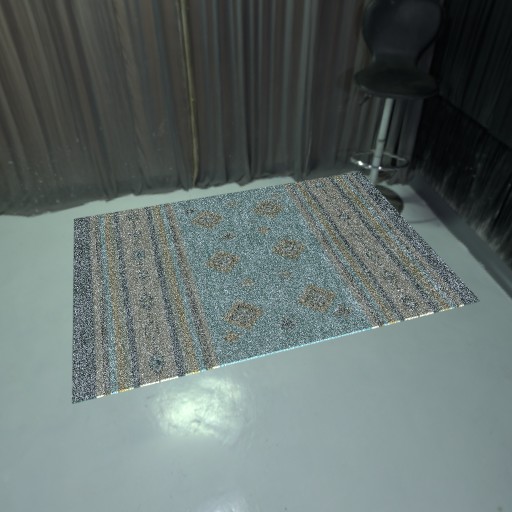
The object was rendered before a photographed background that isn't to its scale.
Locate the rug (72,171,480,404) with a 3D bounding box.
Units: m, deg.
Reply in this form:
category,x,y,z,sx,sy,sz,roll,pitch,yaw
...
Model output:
category,x,y,z,sx,sy,sz,roll,pitch,yaw
rug,0.000,0.000,2.301,1.811,0.010,1.212,-11,43,-13
